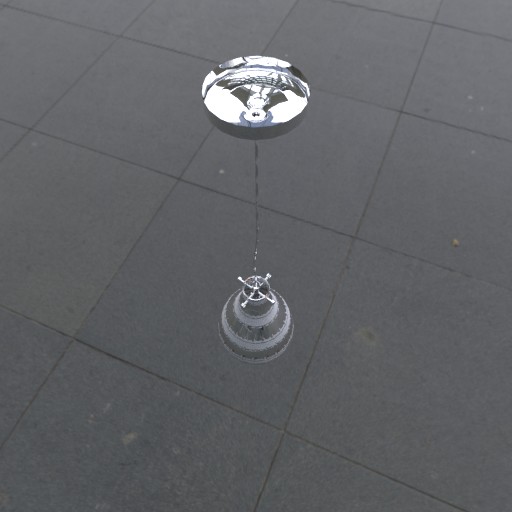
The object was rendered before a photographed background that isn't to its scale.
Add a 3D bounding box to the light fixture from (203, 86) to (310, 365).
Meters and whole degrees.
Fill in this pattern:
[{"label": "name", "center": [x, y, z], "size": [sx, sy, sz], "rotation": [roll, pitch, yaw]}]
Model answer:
[{"label": "light fixture", "center": [0.000, 0.000, 1.636], "size": [0.374, 1.457, 0.374], "rotation": [34, 64, 19]}]
